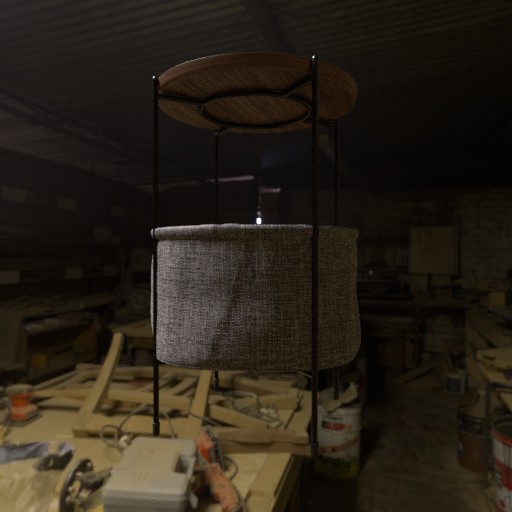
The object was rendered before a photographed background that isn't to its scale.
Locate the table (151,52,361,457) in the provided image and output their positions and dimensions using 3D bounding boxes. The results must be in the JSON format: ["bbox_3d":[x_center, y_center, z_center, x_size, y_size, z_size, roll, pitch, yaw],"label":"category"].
[{"bbox_3d":[0.000,0.000,0.866,0.400,0.623,0.400,0,1,17],"label":"table"}]
